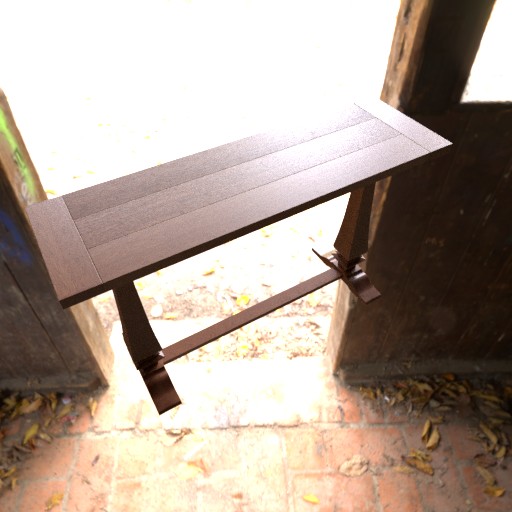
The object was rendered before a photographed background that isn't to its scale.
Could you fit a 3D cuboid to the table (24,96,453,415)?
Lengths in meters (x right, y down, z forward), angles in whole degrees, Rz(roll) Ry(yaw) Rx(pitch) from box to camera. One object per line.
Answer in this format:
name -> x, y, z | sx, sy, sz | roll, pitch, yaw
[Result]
table -> 0.000, 0.000, 1.868 | 1.478, 0.852, 0.461 | -23, 50, -21
